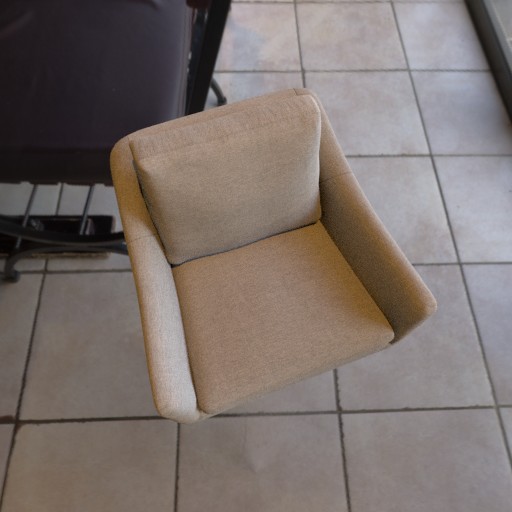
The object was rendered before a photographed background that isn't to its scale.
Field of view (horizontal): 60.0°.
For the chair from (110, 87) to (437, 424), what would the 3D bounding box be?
[{"bbox_3d":[0.000,0.000,1.727,0.986,0.902,0.961,-18,65,-9],"label":"chair"}]
